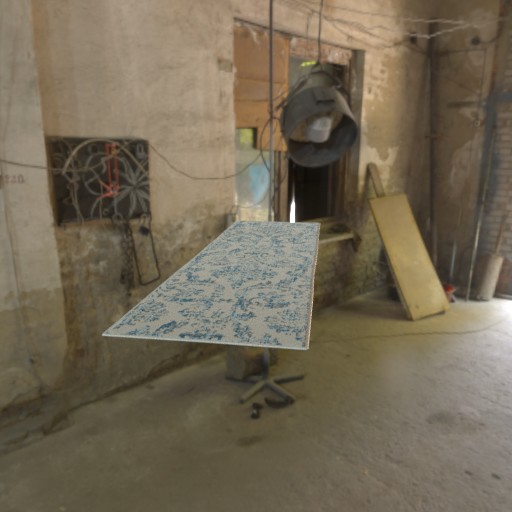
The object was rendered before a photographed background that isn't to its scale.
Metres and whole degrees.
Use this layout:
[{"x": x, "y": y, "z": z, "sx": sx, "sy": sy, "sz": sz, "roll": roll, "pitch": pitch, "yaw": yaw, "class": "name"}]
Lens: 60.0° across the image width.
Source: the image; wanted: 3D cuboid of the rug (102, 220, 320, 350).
[{"x": 0.000, "y": 0.000, "z": 2.427, "sx": 0.662, "sy": 0.011, "sz": 2.196, "roll": 2, "pitch": 14, "yaw": 9, "class": "rug"}]
